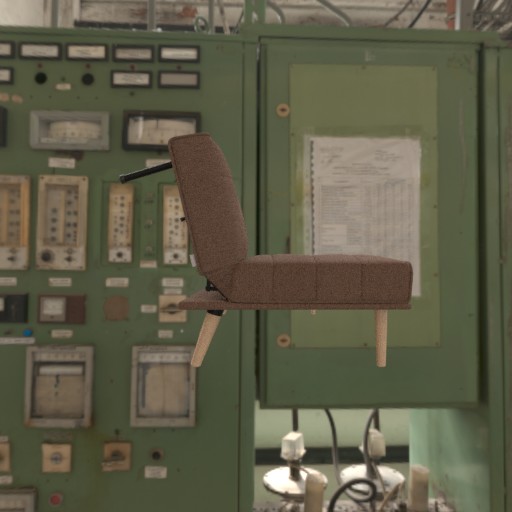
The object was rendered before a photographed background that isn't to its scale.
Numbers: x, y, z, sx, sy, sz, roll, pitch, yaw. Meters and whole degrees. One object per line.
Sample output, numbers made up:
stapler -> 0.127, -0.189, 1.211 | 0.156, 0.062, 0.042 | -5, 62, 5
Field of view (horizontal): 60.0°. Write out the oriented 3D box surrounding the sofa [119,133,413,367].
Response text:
sofa -> 0.000, 0.000, 2.373 | 1.038, 0.810, 1.820 | 0, -1, -1
